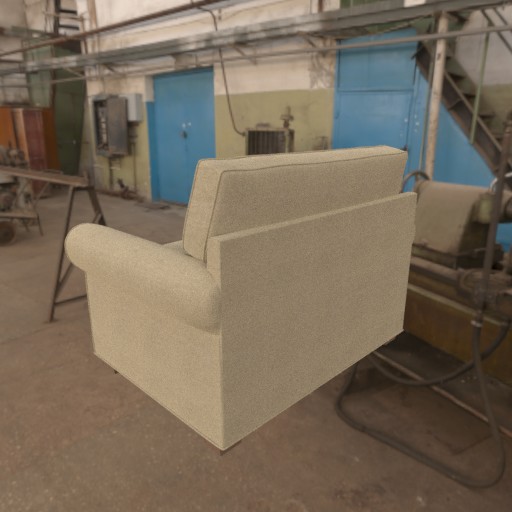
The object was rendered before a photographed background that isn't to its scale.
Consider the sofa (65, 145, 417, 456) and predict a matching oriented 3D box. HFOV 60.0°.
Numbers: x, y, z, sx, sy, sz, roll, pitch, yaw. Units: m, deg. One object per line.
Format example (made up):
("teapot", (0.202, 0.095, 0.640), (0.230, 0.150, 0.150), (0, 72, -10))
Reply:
("sofa", (0.000, 0.000, 2.071), (0.936, 0.991, 1.405), (16, 23, 42))
